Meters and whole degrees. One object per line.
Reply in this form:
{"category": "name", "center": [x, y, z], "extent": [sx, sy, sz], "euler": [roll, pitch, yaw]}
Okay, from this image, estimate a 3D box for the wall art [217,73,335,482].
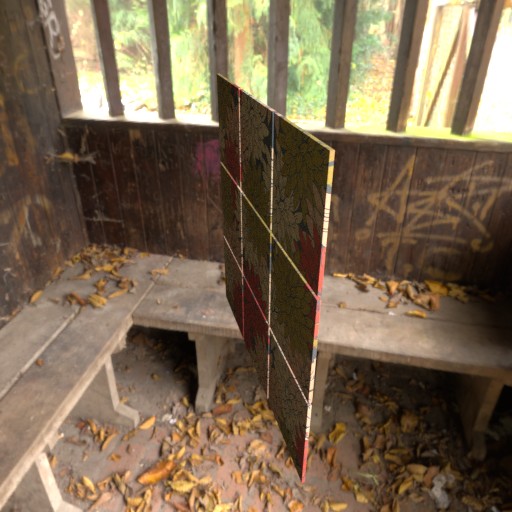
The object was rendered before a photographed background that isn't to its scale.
{"category": "wall art", "center": [0.000, 0.000, 1.794], "extent": [0.013, 1.218, 1.206], "euler": [-8, 31, -14]}
